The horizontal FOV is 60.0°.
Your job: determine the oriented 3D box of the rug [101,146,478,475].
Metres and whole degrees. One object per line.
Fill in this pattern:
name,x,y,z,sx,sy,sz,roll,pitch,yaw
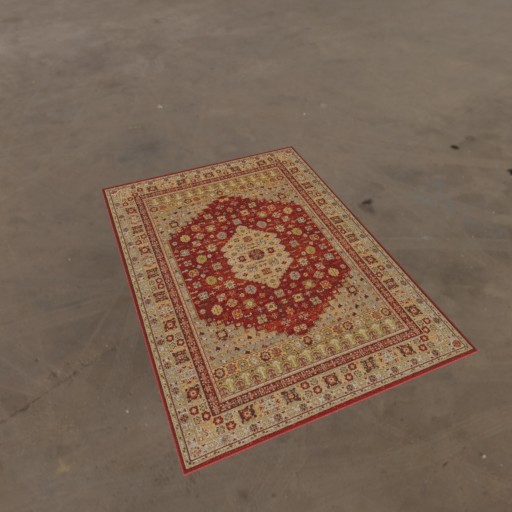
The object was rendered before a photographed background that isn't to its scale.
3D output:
rug,0.000,0.000,2.825,1.593,0.013,2.211,-16,47,-16
